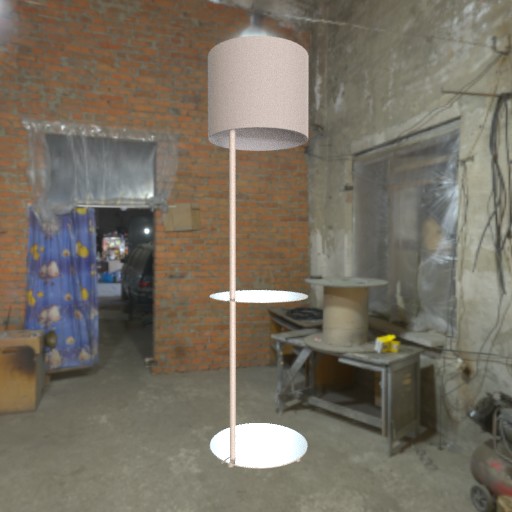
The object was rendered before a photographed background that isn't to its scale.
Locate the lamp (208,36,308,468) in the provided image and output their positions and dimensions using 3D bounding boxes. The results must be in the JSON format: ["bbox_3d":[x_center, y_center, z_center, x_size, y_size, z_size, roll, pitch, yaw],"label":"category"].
[{"bbox_3d":[0.000,0.000,1.657,0.372,1.465,0.405,1,2,36],"label":"lamp"}]
